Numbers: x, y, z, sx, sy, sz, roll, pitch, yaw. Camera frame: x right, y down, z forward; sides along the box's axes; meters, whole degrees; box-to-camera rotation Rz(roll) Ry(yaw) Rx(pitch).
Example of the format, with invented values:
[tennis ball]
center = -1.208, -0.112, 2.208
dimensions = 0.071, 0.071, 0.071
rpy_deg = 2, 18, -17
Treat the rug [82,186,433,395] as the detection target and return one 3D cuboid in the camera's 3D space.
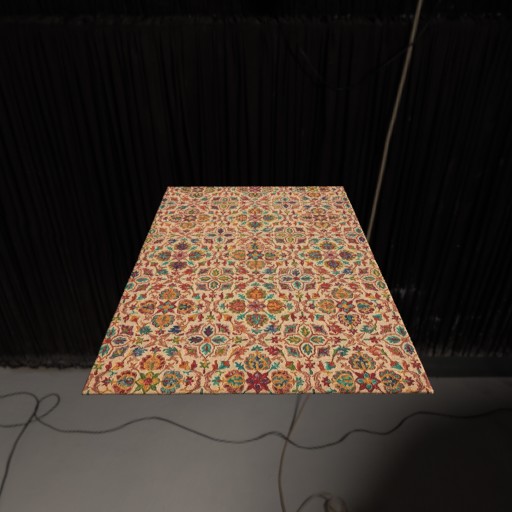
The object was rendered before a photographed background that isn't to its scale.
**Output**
[rug]
center = 0.000, 0.000, 2.910
dimensions = 1.541, 0.018, 2.297
rpy_deg = 0, 32, 0
